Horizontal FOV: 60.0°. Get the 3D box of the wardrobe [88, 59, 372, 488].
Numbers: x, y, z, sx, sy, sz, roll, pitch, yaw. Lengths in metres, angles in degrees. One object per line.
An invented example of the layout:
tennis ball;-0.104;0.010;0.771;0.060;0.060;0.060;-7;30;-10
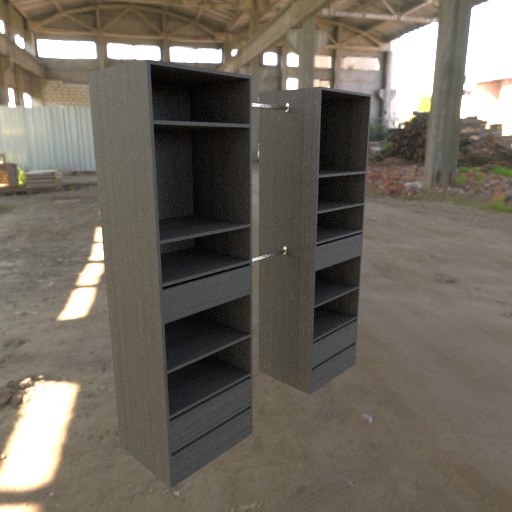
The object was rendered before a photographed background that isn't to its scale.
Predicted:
wardrobe;0.000;0.000;2.765;0.480;2.000;1.770;13;19;41
